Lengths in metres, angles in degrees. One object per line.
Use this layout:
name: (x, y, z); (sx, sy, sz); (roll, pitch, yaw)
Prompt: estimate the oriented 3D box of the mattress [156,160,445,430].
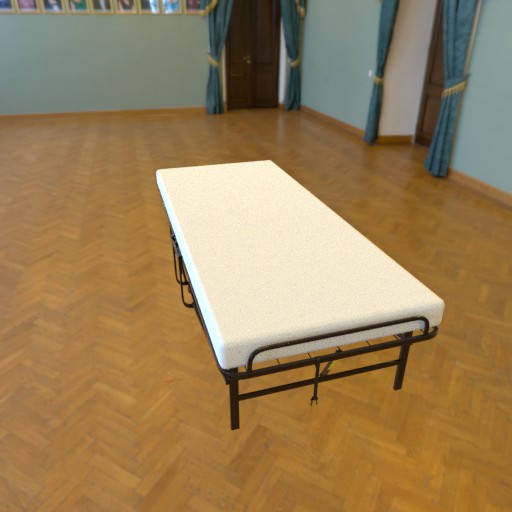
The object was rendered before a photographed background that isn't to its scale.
mattress: (0.000, 0.000, 2.566); (0.922, 0.519, 2.153); (-8, 29, -15)
